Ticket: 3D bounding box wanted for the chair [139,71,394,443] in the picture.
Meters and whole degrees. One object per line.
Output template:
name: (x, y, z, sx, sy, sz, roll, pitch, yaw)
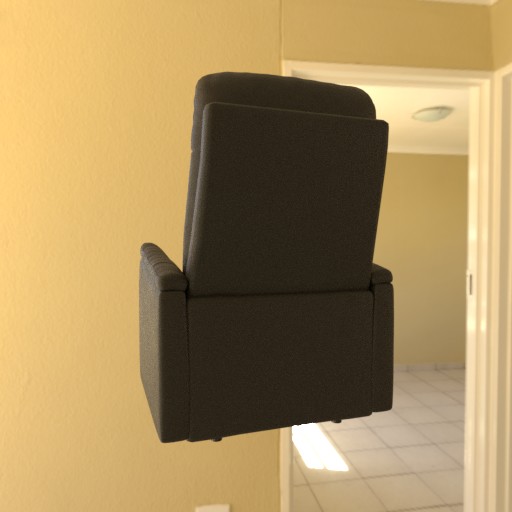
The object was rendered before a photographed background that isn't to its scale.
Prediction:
chair: (0.000, 0.000, 1.602, 0.775, 1.082, 0.831, -1, 2, -19)
